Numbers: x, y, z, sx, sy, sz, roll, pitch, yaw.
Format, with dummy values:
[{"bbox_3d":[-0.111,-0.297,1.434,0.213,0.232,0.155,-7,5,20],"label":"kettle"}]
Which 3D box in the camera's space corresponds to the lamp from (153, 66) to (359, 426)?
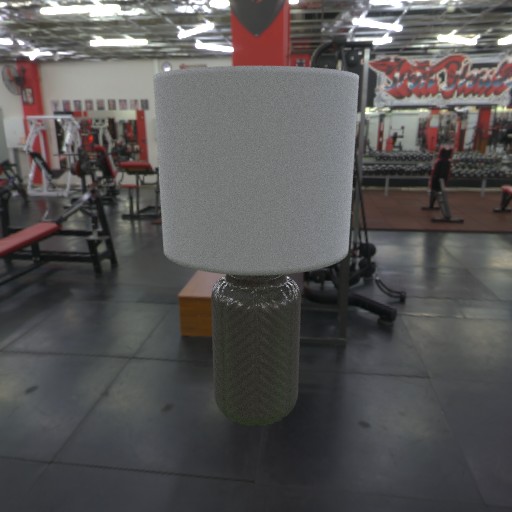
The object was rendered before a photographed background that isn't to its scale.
[{"bbox_3d":[0.000,0.000,0.500,0.203,0.389,0.203,3,17,9],"label":"lamp"}]
